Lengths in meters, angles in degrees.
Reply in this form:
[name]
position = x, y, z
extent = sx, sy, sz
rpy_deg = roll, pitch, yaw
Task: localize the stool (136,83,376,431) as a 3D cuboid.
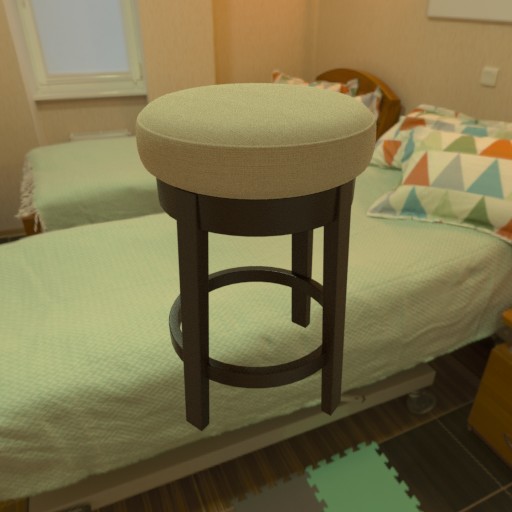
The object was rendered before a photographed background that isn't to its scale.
[stool]
position = 0.000, 0.000, 0.950
extent = 0.449, 0.655, 0.449
rpy_deg = 0, 31, 0
